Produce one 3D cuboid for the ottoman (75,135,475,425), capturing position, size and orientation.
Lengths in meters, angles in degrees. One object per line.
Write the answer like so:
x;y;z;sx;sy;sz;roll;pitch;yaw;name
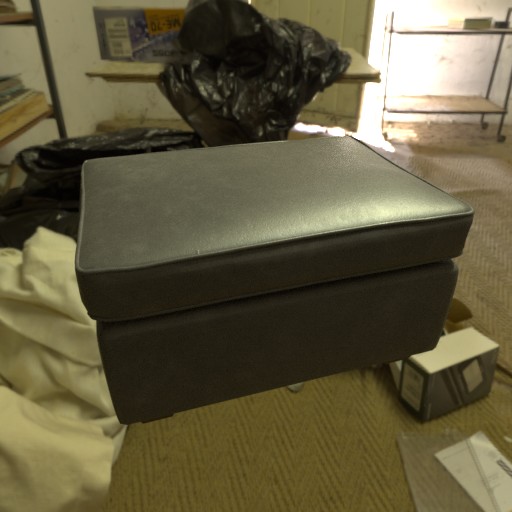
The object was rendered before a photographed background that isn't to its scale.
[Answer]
0.000;0.000;1.079;0.756;0.445;0.554;-9;32;-15;ottoman
